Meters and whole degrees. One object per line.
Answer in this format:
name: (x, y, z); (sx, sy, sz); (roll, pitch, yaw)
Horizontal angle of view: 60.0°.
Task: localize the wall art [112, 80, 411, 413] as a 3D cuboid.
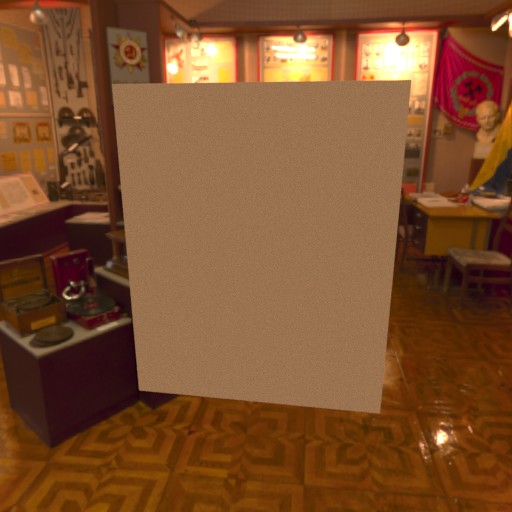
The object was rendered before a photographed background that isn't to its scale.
wall art: (0.000, 0.000, 0.758); (0.451, 0.553, 0.039); (3, 17, 9)
